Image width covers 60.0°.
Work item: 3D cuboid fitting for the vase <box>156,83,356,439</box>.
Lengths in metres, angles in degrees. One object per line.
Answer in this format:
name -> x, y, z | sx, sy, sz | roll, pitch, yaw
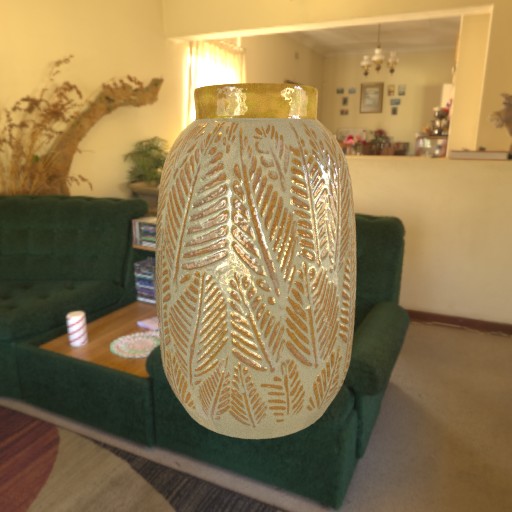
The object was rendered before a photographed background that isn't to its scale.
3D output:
vase -> 0.000, 0.000, 0.382 | 0.172, 0.270, 0.172 | 0, 15, 0
